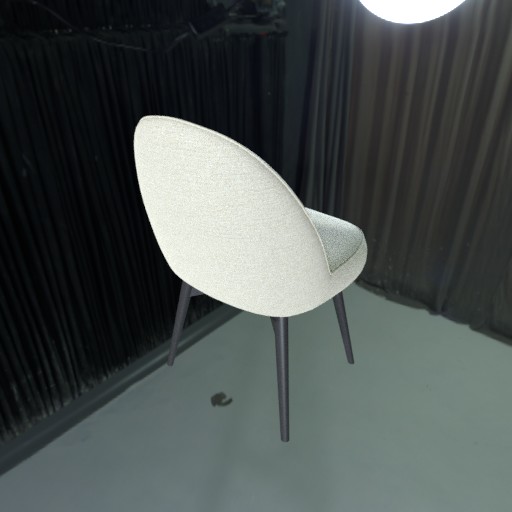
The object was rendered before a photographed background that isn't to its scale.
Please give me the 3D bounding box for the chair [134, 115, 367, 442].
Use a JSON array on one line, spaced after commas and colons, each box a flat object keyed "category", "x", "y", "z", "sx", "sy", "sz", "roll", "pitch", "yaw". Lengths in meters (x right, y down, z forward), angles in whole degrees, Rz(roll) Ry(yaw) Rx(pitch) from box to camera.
[{"category": "chair", "x": 0.000, "y": 0.000, "z": 1.219, "sx": 0.532, "sy": 0.838, "sz": 0.540, "roll": 22, "pitch": 37, "yaw": 32}]
